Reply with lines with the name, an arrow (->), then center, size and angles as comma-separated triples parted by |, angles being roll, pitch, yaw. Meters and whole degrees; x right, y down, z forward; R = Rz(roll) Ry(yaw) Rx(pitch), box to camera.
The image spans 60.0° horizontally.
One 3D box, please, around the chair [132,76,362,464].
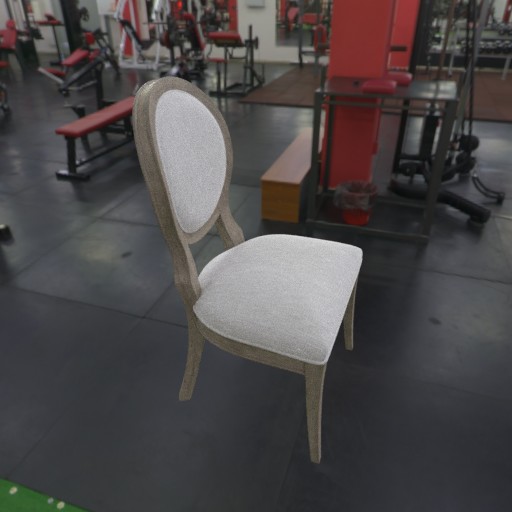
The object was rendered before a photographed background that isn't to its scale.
chair -> 0.000, 0.000, 1.348 | 0.602, 0.990, 0.558 | 11, 33, 18
